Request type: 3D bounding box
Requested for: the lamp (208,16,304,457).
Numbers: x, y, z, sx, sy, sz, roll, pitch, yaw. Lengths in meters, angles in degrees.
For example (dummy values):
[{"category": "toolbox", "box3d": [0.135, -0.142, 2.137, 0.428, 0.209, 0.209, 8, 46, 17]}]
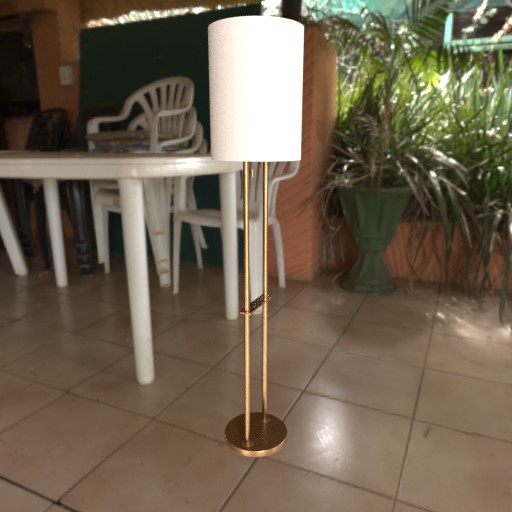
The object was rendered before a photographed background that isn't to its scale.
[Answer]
[{"category": "lamp", "box3d": [0.000, 0.000, 1.604, 0.305, 1.500, 0.306, 6, 16, 23]}]
